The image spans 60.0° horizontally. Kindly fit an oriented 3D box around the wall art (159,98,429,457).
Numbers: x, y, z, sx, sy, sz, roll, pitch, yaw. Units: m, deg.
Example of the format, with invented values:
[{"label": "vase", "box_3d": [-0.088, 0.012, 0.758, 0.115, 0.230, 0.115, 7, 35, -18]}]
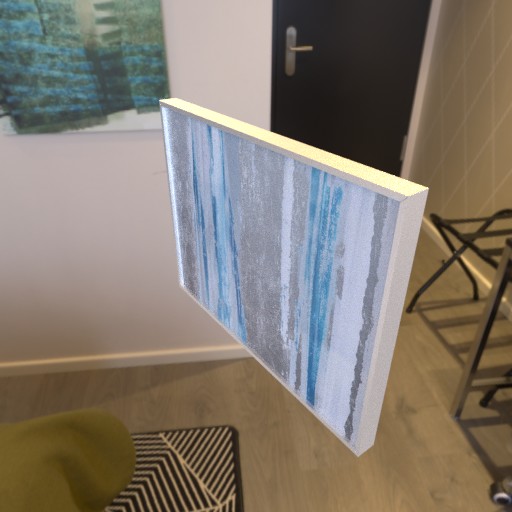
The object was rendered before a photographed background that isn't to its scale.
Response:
[{"label": "wall art", "box_3d": [0.000, 0.000, 1.432, 0.066, 0.801, 1.056, -21, 37, -31]}]
